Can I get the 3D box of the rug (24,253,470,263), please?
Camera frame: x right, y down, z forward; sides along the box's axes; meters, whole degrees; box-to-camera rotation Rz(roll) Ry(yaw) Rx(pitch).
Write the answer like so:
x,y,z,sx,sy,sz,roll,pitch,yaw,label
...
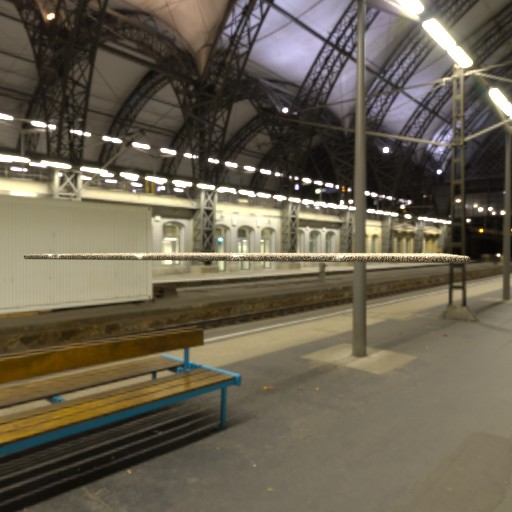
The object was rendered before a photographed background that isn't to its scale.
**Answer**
x,y,z,sx,sy,sz,roll,pitch,yaw,label
0.000,0.000,2.970,2.438,0.030,1.524,0,1,19,rug
